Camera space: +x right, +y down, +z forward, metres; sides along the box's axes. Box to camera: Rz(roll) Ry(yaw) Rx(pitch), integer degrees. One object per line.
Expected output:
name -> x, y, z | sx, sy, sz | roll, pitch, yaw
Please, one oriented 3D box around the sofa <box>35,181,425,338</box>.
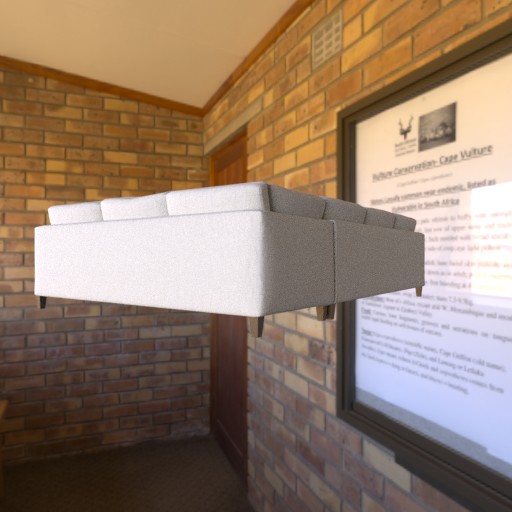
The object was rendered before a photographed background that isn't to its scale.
sofa -> 0.000, 0.000, 4.523 | 2.522, 0.934, 3.333 | 0, 0, 36
